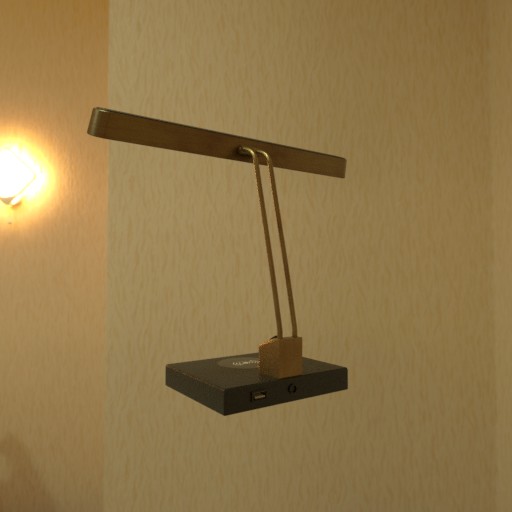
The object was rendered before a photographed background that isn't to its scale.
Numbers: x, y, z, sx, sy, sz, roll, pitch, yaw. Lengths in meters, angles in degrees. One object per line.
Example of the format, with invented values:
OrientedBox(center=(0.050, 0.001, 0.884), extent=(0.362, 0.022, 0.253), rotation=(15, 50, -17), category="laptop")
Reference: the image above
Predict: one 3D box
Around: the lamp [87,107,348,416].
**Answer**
OrientedBox(center=(0.000, 0.000, 0.587), extent=(0.412, 0.345, 0.156), rotation=(1, -2, -35), category="lamp")
